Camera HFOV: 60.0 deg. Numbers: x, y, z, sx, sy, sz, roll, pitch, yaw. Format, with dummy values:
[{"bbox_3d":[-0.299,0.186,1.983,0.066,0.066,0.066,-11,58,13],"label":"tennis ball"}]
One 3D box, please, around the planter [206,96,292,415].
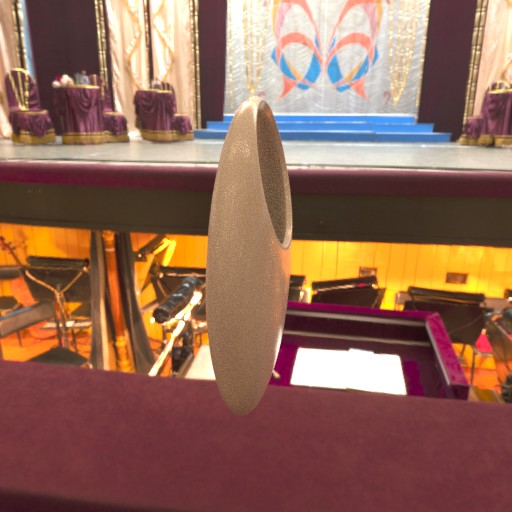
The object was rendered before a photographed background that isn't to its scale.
[{"bbox_3d":[0.000,0.000,0.276,0.043,0.188,0.185,3,17,8],"label":"planter"}]
